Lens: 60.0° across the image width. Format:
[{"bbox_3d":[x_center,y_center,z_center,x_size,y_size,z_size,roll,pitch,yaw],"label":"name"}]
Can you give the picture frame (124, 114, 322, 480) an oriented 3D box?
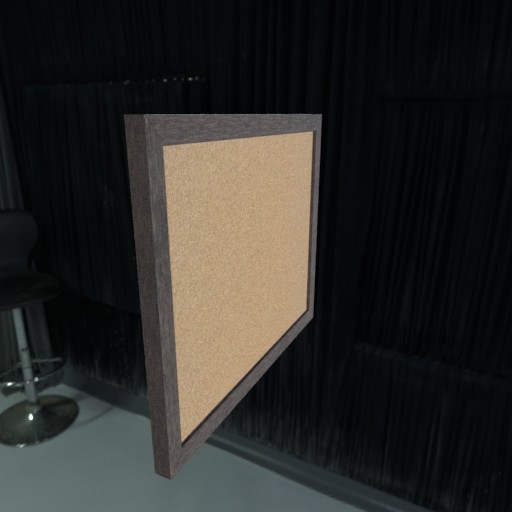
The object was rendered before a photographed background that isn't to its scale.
[{"bbox_3d":[0.000,0.000,0.747,0.026,0.455,0.546,9,20,25],"label":"picture frame"}]
